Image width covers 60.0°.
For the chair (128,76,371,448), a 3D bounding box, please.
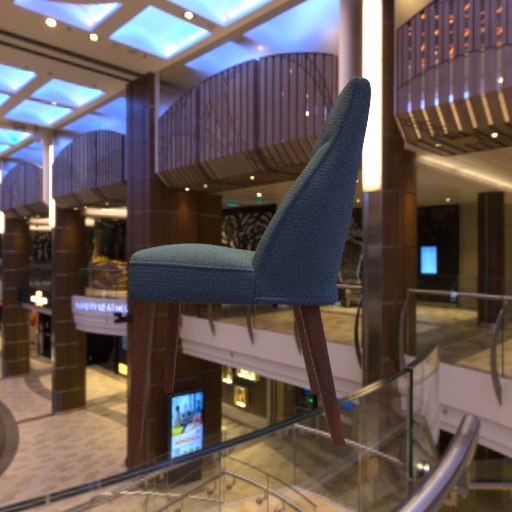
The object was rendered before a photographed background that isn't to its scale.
[{"bbox_3d":[0.000,0.000,1.296,0.620,0.930,0.500,0,0,0],"label":"chair"}]
